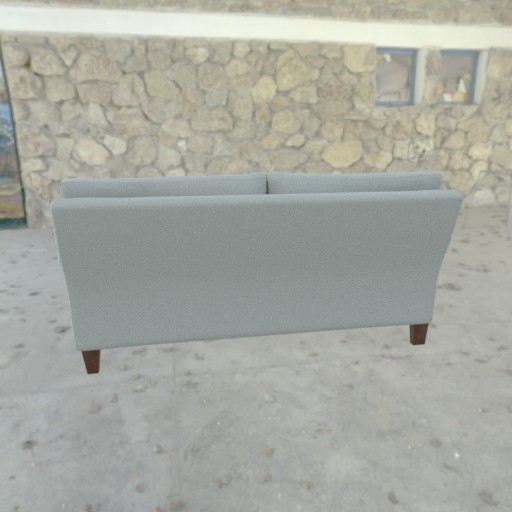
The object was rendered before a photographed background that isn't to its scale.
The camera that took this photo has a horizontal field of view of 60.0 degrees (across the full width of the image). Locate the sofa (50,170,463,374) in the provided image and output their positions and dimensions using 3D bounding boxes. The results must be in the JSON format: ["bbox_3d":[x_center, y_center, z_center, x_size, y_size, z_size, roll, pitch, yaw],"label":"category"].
[{"bbox_3d":[0.000,0.000,2.831,2.193,1.096,1.069,-3,15,-10],"label":"sofa"}]
